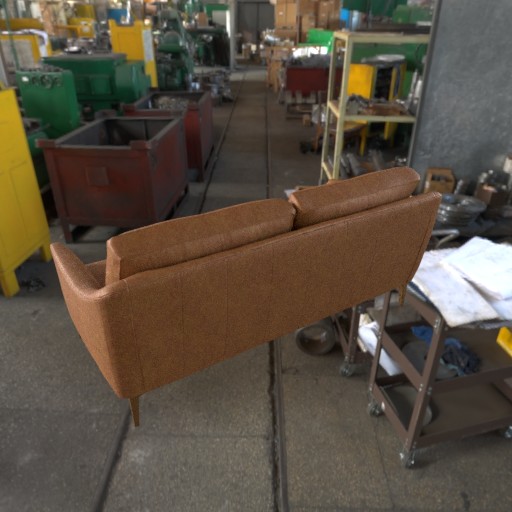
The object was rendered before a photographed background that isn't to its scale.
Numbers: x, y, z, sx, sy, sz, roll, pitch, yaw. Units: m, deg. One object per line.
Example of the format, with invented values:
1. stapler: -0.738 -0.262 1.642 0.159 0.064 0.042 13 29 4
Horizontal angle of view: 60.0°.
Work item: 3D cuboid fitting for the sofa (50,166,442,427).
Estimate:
1. sofa: 0.000 0.000 2.551 2.036 0.945 0.981 -17 33 -28
